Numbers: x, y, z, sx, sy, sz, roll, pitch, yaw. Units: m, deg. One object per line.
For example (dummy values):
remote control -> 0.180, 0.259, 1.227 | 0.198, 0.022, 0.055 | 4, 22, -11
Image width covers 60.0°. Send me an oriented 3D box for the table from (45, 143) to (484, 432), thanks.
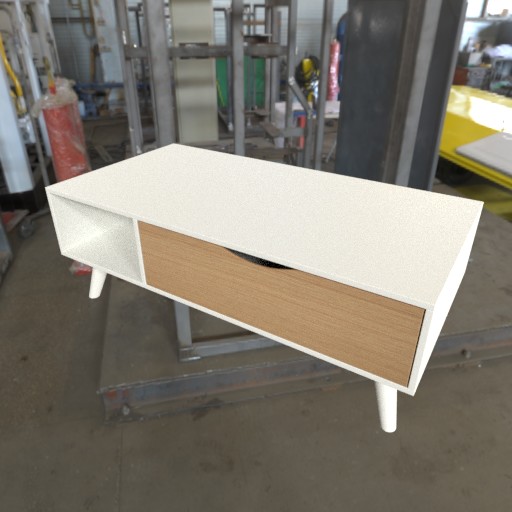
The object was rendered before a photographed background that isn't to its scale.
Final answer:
table -> 0.000, 0.000, 1.456 | 1.194, 0.432, 0.609 | 17, 34, 28
